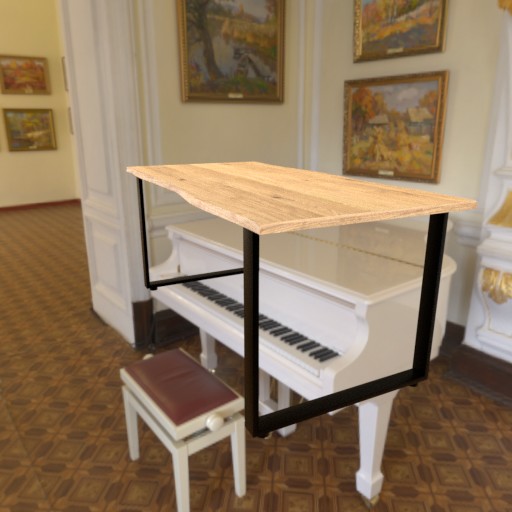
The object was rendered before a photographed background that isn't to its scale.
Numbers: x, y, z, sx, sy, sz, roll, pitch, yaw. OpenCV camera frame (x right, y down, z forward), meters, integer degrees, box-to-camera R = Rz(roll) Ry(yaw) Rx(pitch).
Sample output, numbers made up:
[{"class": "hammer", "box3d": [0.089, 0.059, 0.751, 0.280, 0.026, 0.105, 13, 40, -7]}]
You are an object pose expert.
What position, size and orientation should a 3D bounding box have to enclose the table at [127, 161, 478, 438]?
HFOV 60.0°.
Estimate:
[{"class": "table", "box3d": [0.000, 0.000, 2.258, 0.900, 0.780, 1.800, -8, 19, -25]}]
